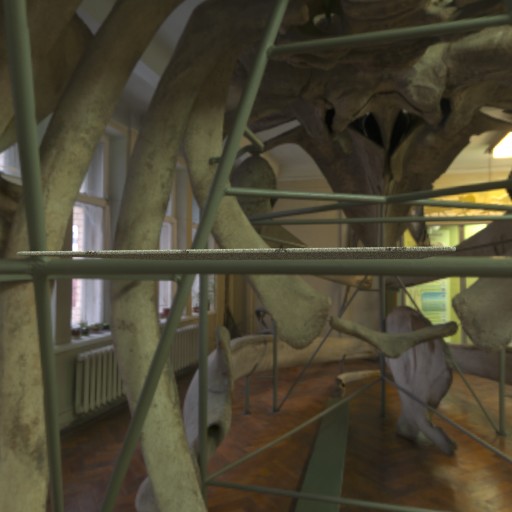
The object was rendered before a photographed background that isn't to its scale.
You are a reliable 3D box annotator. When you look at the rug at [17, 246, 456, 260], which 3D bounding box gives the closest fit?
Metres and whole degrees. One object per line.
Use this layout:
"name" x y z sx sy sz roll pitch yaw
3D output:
"rug" 0.000 0.000 4.056 3.047 0.029 2.438 0 -2 17
